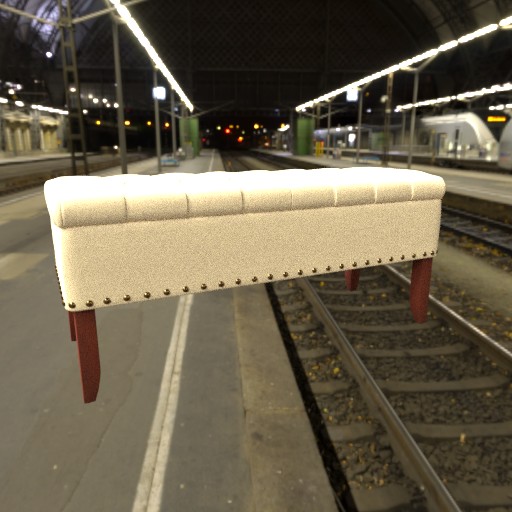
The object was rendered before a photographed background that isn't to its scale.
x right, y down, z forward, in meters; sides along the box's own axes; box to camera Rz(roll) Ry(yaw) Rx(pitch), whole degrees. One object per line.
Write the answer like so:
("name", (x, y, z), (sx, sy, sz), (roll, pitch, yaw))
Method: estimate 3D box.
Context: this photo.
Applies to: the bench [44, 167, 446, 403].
("bench", (0.000, 0.000, 1.272), (1.054, 0.470, 0.400), (-7, 16, -25))
